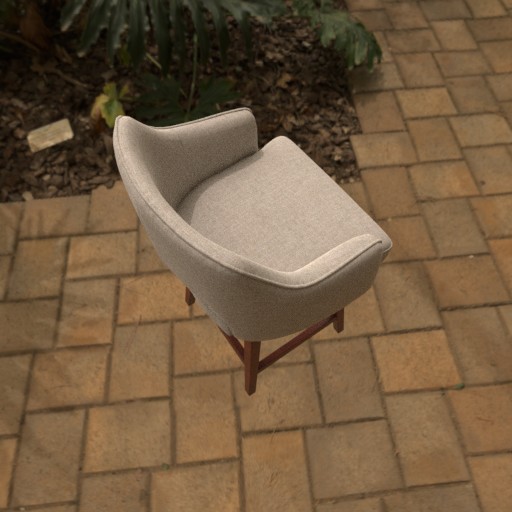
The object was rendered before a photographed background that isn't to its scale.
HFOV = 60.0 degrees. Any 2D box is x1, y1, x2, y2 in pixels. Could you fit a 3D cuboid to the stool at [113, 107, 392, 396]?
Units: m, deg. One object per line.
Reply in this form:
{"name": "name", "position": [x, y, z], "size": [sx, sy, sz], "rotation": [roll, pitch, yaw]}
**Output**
{"name": "stool", "position": [0.000, 0.000, 1.306], "size": [0.558, 0.944, 0.599], "rotation": [-31, 63, -17]}
